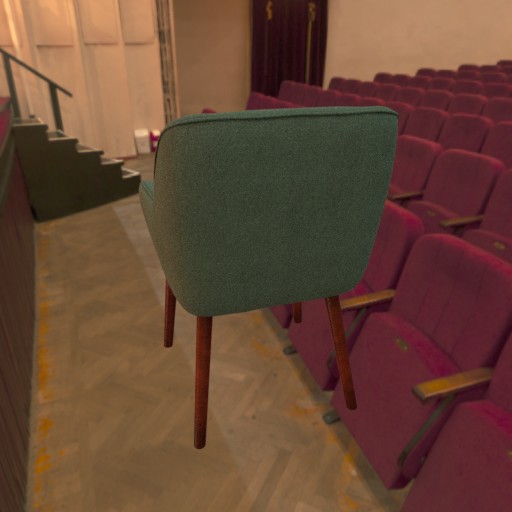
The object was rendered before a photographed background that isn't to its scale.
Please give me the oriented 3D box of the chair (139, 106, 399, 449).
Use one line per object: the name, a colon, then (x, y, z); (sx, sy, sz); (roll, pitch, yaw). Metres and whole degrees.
chair: (0.000, 0.000, 1.177); (0.543, 0.803, 0.519); (-8, 27, -16)
